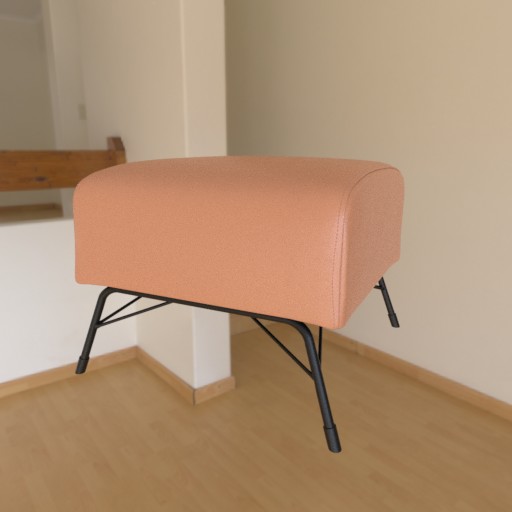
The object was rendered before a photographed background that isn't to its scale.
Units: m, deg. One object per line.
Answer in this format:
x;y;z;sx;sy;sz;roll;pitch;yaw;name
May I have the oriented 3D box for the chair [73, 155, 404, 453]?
0.000;0.000;0.928;0.530;0.410;0.530;7;15;26;chair
